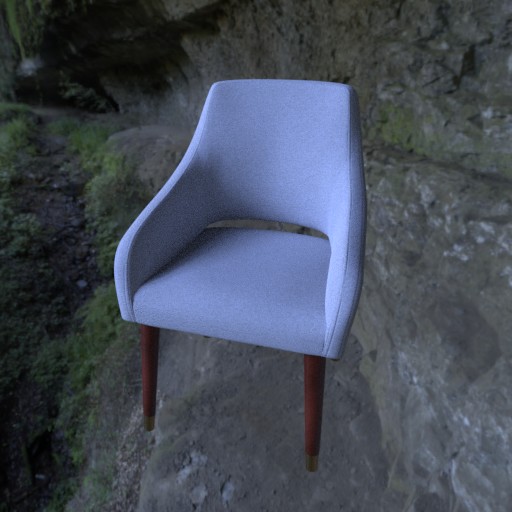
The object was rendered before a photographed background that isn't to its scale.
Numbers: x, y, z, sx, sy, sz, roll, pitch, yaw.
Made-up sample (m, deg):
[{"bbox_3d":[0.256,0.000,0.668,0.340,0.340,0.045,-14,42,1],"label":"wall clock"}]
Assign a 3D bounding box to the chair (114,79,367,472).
[{"bbox_3d":[0.000,0.000,1.259,0.609,0.889,0.600,7,27,15],"label":"chair"}]
